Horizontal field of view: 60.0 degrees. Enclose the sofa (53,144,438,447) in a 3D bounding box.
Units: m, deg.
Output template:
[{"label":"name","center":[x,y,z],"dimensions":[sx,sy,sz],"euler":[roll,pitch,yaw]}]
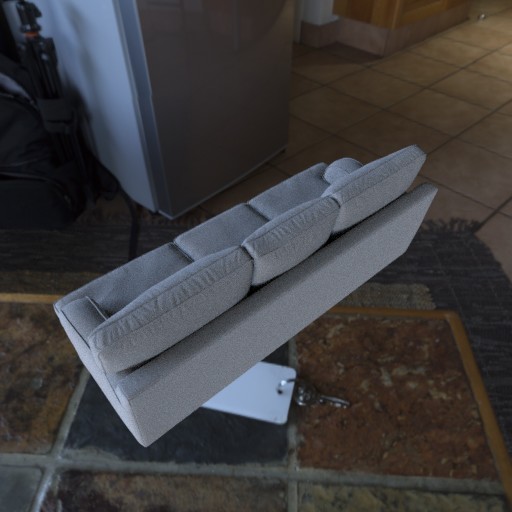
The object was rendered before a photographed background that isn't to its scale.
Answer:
[{"label":"sofa","center":[0.000,0.000,2.825],"dimensions":[2.323,0.997,1.016],"euler":[-31,53,-28]}]
